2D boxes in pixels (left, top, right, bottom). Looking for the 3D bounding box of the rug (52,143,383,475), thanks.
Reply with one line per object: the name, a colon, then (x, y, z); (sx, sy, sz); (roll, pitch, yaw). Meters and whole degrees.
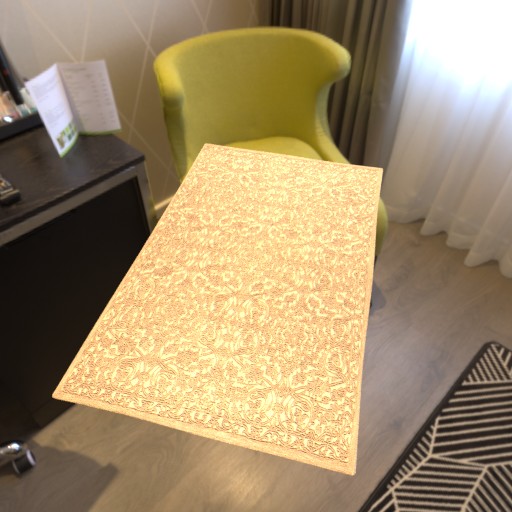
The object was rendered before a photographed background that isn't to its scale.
rug: (0.000, 0.000, 2.932); (1.529, 0.012, 2.435); (10, 47, 10)
